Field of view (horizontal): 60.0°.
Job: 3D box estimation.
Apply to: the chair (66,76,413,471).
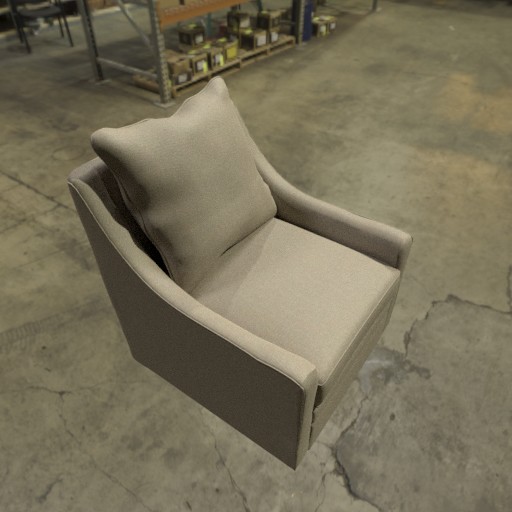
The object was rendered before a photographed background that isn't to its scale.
[{"bbox_3d":[0.000,0.000,1.553,0.876,0.942,0.760,25,47,26],"label":"chair"}]
